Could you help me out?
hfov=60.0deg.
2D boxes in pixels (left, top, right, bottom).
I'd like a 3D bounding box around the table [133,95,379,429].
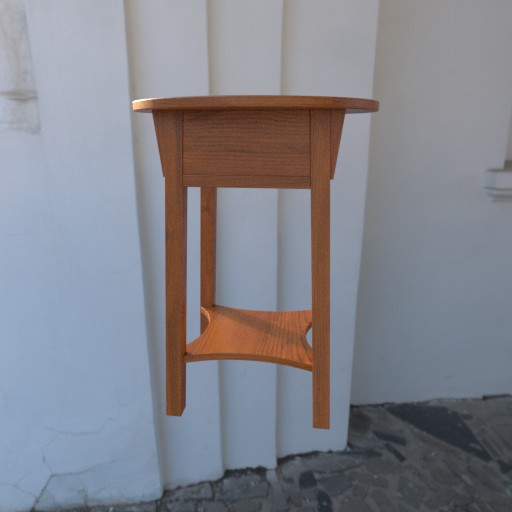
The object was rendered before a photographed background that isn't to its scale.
[{"bbox_3d":[0.000,0.000,0.935,0.457,0.610,0.457,0,16,0],"label":"table"}]
